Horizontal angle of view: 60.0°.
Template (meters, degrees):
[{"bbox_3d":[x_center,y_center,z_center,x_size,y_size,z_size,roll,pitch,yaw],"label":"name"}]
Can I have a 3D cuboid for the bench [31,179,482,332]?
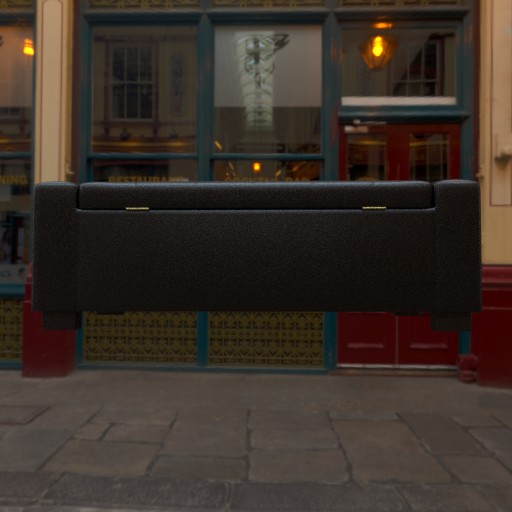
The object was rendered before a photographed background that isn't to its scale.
[{"bbox_3d":[0.000,0.000,1.515,1.296,0.445,0.508,0,-1,1],"label":"bench"}]
